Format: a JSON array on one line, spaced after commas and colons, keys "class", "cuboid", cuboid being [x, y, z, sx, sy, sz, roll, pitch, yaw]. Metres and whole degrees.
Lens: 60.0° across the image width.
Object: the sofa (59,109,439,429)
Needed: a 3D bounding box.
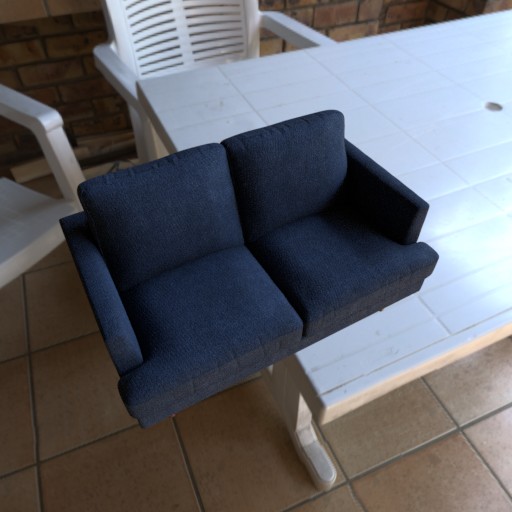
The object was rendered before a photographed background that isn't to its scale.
[{"class": "sofa", "cuboid": [0.000, 0.000, 2.144, 1.582, 0.944, 0.903, -22, 50, -20]}]
